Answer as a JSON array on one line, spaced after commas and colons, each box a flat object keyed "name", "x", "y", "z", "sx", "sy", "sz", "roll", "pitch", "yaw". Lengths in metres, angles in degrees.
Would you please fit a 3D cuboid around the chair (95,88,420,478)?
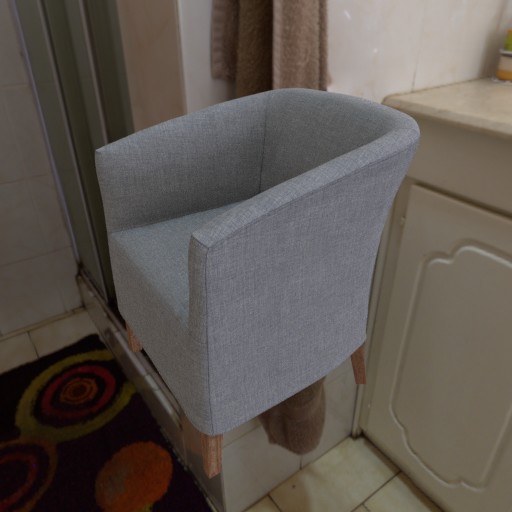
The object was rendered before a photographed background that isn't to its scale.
[{"name": "chair", "x": 0.000, "y": 0.000, "z": 1.218, "sx": 0.668, "sy": 0.771, "sz": 0.600, "roll": -19, "pitch": 36, "yaw": -28}]
